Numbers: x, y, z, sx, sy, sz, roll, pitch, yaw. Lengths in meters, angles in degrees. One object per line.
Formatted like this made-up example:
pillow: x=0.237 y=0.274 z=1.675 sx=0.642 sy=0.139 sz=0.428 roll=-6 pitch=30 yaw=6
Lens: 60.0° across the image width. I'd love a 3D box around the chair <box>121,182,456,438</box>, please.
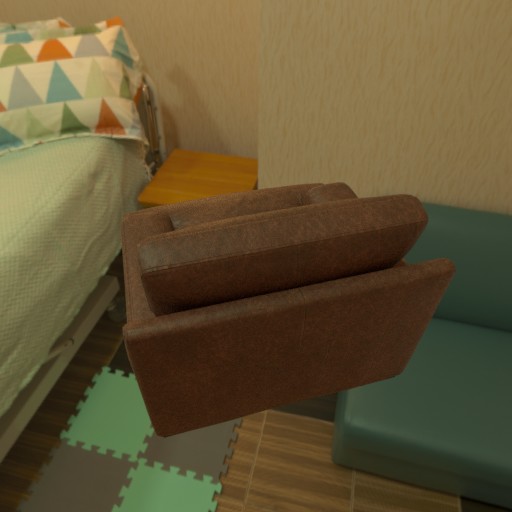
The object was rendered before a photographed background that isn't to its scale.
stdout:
chair: x=0.000 y=0.000 z=1.979 sx=1.168 sy=0.939 sz=1.143 roll=-11 pitch=42 yaw=-12
